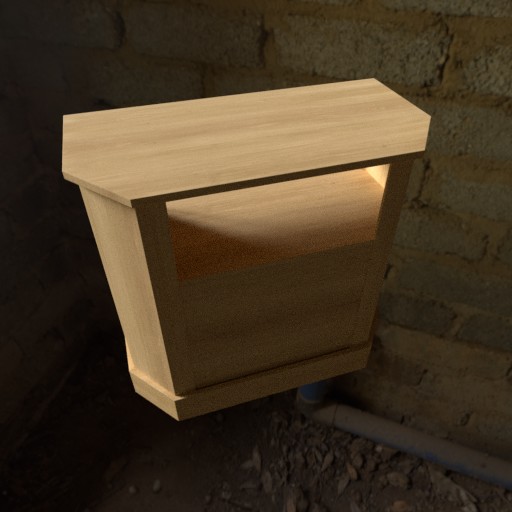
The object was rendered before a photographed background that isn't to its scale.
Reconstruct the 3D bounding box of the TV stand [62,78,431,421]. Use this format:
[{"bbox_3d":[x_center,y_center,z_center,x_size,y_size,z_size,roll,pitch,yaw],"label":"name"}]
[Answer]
[{"bbox_3d":[0.000,0.000,1.281,0.851,0.781,0.425,-12,42,-13],"label":"TV stand"}]
